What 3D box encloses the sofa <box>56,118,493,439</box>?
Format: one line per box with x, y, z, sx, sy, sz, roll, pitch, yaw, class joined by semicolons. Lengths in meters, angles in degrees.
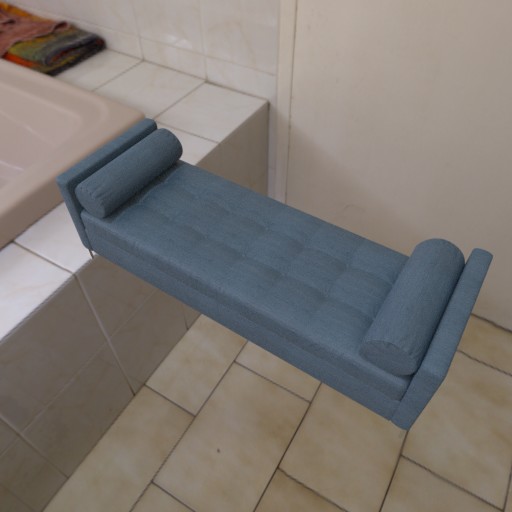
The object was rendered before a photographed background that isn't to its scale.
0.000;0.000;2.275;1.981;0.635;0.686;26;53;21;sofa
